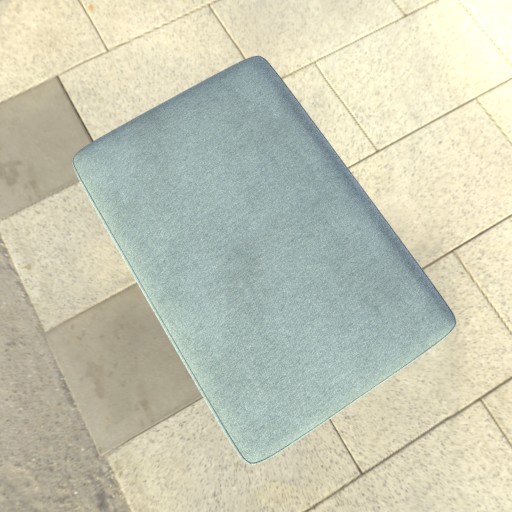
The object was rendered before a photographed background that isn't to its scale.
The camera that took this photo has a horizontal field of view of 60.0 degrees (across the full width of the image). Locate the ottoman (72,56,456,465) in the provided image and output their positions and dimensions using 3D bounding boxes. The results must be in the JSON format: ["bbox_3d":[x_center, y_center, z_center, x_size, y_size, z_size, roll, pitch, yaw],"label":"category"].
[{"bbox_3d":[0.000,0.000,1.206,0.584,0.483,0.864,-32,78,-7],"label":"ottoman"}]
